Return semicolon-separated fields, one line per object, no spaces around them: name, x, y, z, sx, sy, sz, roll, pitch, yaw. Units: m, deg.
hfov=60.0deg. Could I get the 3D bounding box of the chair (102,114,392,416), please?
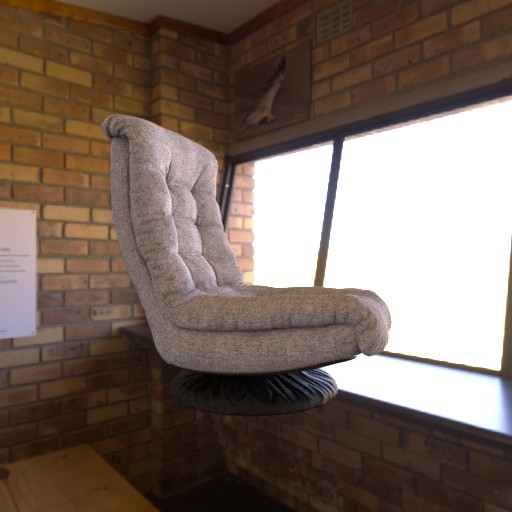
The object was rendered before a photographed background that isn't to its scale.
chair;0.000;0.000;0.993;0.583;0.600;0.400;0;0;17
